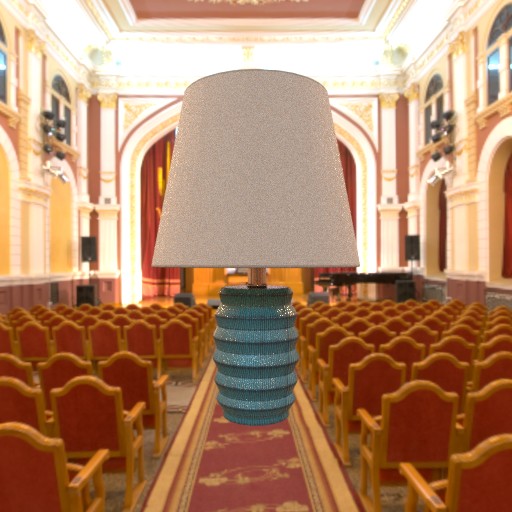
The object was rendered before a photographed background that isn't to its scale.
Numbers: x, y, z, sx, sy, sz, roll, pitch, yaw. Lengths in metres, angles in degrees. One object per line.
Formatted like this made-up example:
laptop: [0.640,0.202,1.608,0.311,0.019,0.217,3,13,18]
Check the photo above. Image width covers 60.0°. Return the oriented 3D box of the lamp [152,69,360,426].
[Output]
lamp: [0.000,0.000,0.553,0.254,0.392,0.254,0,-1,0]
